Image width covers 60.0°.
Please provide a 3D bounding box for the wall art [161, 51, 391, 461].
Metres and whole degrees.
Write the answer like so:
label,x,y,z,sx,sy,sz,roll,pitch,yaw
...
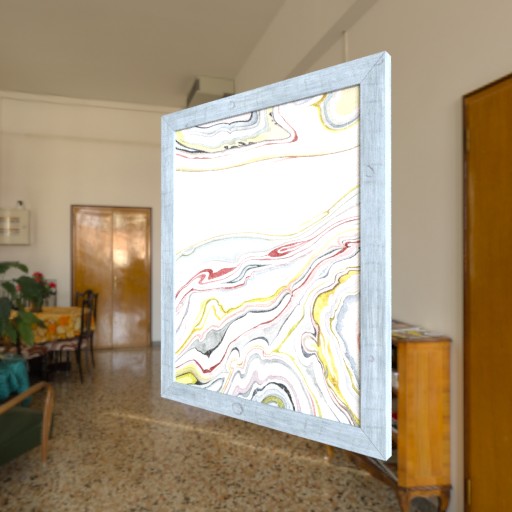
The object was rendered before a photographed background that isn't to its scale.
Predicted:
label,x,y,z,sx,sy,sz,roll,pitch,yaw
wall art,0.000,0.000,0.782,0.479,0.582,0.022,0,0,37
